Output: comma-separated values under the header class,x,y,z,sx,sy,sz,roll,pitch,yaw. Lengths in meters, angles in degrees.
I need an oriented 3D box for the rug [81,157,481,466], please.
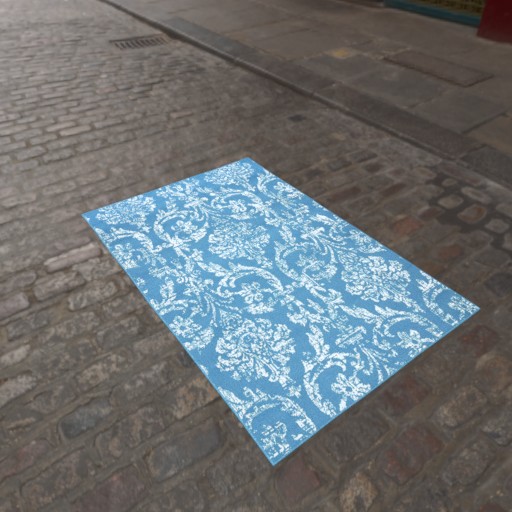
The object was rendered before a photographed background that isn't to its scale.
class,x,y,z,sx,sy,sz,roll,pitch,yaw
rug,0.000,0.000,2.321,1.211,0.012,1.833,-25,46,-27
